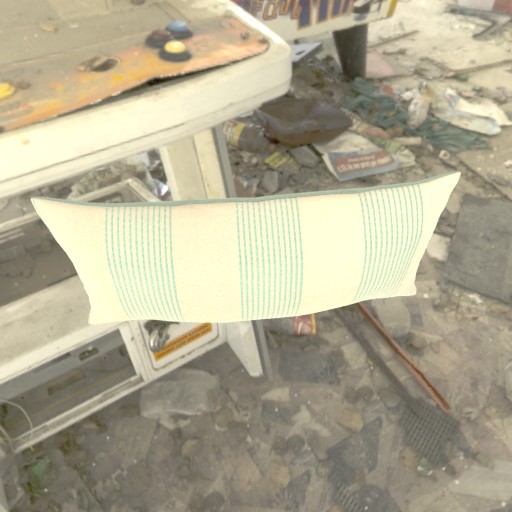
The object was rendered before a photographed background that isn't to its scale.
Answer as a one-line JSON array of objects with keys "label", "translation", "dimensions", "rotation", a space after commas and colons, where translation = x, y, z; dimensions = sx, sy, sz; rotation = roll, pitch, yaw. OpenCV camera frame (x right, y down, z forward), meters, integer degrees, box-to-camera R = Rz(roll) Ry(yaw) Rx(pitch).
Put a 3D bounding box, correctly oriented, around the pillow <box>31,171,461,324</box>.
[{"label": "pillow", "translation": [0.000, 0.000, 0.719], "dimensions": [0.610, 0.287, 0.151], "rotation": [-4, 47, -4]}]
